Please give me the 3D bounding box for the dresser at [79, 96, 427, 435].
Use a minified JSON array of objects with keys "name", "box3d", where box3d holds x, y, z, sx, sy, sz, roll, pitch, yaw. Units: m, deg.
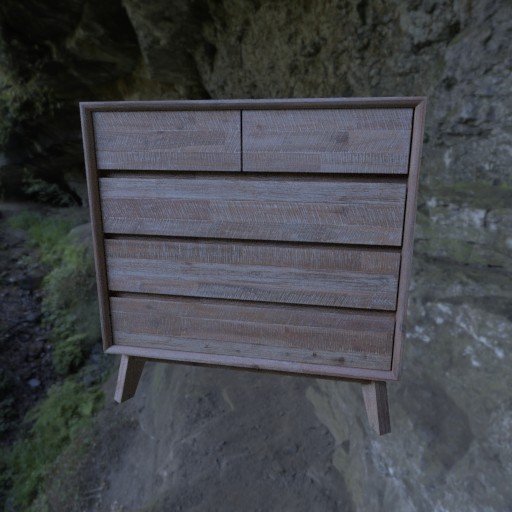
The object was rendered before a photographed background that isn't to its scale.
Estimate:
[{"name":"dresser","box3d":[0.000,0.000,1.592,0.998,1.029,0.455,3,15,11]}]
